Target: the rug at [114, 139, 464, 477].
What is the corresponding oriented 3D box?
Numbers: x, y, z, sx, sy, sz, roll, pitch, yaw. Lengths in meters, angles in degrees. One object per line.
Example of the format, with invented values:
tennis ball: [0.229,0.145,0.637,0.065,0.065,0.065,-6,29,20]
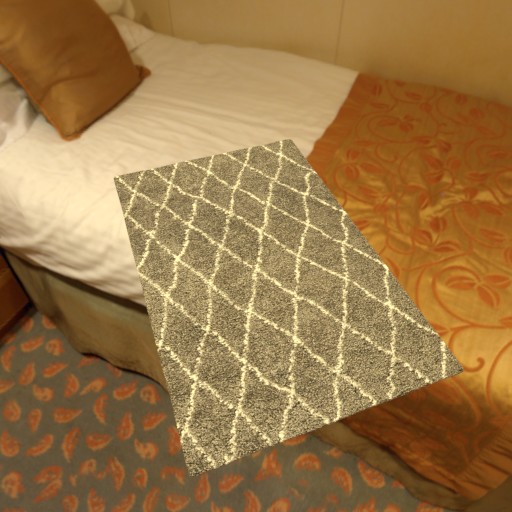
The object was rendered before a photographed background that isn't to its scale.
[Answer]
rug: [0.000,0.000,3.430,1.778,0.030,2.743,-16,50,-14]
